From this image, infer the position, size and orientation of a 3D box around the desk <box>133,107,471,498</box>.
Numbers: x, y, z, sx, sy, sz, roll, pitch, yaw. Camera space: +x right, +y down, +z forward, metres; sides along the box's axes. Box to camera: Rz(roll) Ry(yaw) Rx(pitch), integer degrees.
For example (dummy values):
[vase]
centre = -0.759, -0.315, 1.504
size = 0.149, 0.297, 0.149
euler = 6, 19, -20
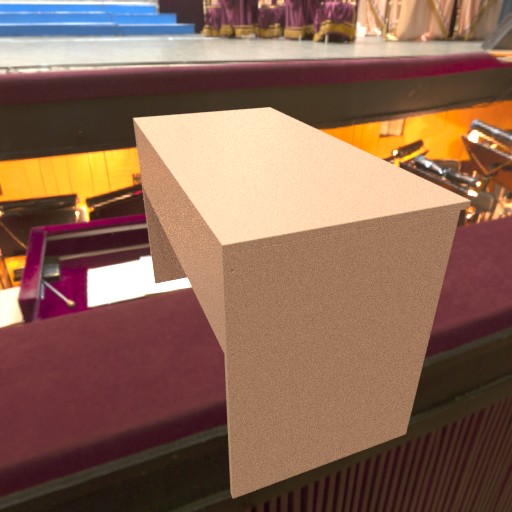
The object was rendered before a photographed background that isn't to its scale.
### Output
[desk]
centre = 0.000, 0.000, 1.486
size = 0.560, 0.730, 1.100
euler = -11, 31, -19
